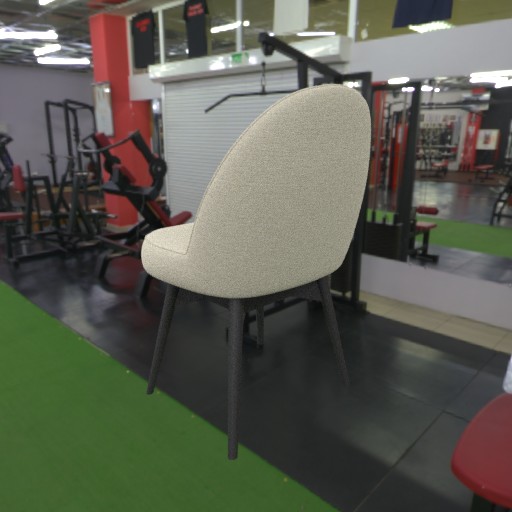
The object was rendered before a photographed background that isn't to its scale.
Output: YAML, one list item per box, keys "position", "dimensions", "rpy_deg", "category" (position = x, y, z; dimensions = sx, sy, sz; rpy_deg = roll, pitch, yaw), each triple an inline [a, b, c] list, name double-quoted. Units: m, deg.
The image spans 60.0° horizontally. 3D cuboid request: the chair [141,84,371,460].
- position: [0.000, 0.000, 1.203]
  dimensions: [0.532, 0.838, 0.540]
  rpy_deg: [-15, 21, -42]
  category: "chair"
